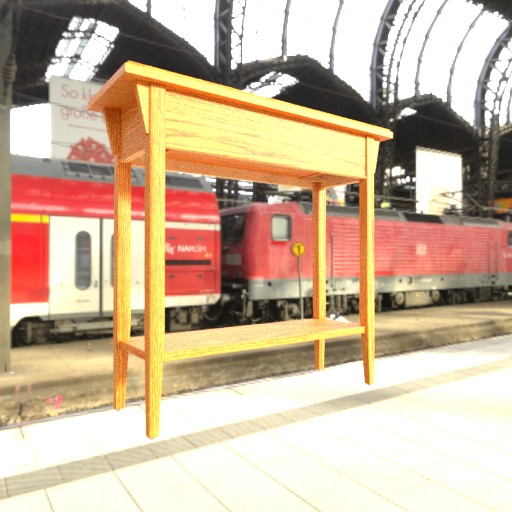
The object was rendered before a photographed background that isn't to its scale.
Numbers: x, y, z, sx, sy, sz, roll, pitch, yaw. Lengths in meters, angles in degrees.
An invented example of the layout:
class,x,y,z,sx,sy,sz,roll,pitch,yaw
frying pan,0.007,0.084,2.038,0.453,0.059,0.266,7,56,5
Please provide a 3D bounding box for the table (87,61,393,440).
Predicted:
class,x,y,z,sx,sy,sz,roll,pitch,yaw
table,0.000,0.000,1.124,0.762,0.711,0.254,0,-1,-35
